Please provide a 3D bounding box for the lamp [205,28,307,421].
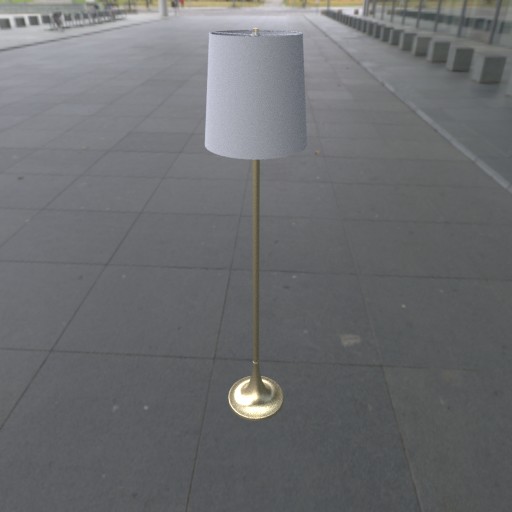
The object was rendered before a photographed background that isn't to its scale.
[{"bbox_3d":[0.000,0.000,1.687,0.337,1.543,0.337,0,30,0],"label":"lamp"}]
